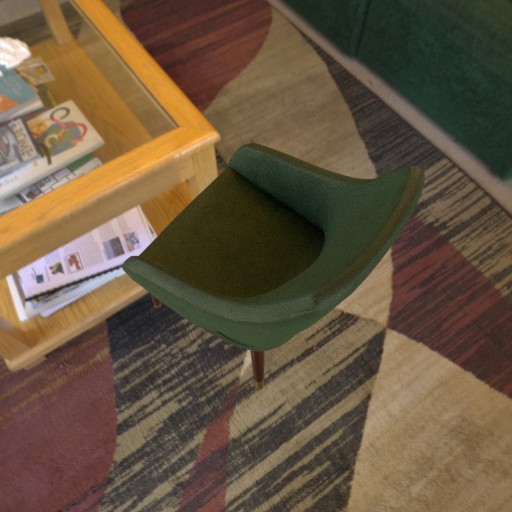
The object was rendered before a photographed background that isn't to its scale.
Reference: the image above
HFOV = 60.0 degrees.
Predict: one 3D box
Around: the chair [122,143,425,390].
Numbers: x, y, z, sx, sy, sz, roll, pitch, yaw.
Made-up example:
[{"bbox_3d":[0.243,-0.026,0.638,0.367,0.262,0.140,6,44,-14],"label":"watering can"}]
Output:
[{"bbox_3d":[0.000,0.000,1.592,0.794,1.081,0.683,34,67,16],"label":"chair"}]
